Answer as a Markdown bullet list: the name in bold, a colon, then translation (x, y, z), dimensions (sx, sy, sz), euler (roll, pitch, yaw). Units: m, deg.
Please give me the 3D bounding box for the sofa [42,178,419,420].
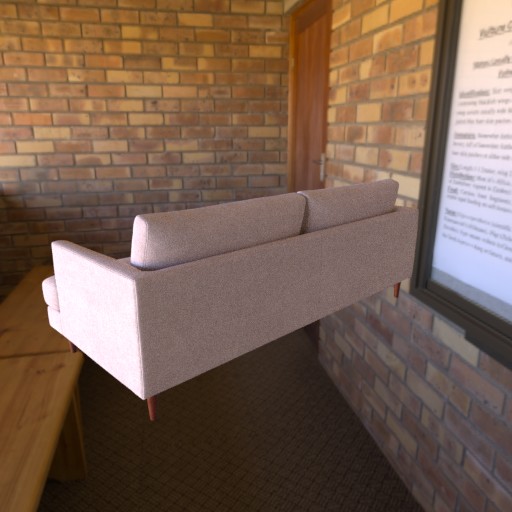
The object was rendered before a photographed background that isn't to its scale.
- **sofa**: translation (0.000, 0.000, 2.778), dimensions (2.250, 0.868, 1.020), euler (-15, 22, -42)
